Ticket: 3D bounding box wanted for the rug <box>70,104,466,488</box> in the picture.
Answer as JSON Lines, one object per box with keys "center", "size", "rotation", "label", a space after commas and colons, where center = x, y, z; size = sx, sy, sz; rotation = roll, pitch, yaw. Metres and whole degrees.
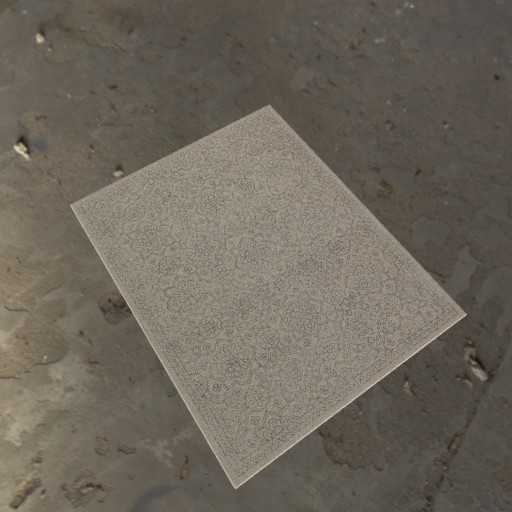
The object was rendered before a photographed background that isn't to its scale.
{"center": [0.000, 0.000, 4.180], "size": [2.441, 0.015, 3.050], "rotation": [-31, 67, -15], "label": "rug"}
